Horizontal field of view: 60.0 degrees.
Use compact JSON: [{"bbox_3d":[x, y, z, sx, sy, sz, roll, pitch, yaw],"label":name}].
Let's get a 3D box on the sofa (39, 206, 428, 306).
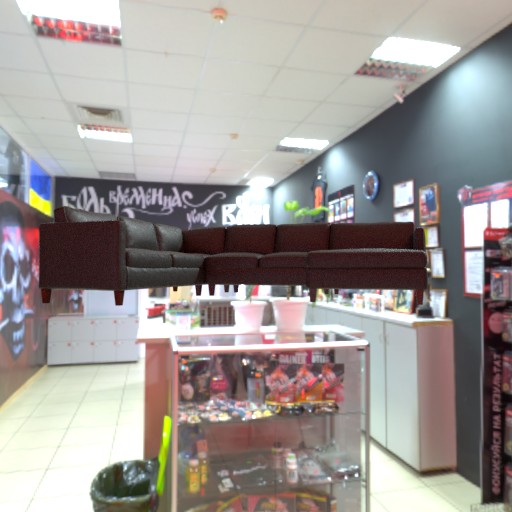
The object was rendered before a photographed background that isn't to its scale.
[{"bbox_3d":[0.000,0.000,4.762,3.460,0.923,2.593,-1,-2,19],"label":"sofa"}]
